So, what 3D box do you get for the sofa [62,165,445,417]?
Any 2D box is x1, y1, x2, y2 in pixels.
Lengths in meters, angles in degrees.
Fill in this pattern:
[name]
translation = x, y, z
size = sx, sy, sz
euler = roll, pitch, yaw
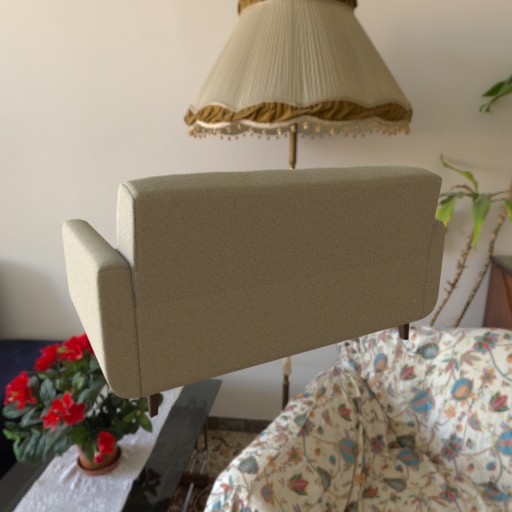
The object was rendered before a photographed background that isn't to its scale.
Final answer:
[sofa]
translation = 0.000, 0.000, 2.191
size = 1.655, 0.892, 0.980
euler = -8, 17, -28
